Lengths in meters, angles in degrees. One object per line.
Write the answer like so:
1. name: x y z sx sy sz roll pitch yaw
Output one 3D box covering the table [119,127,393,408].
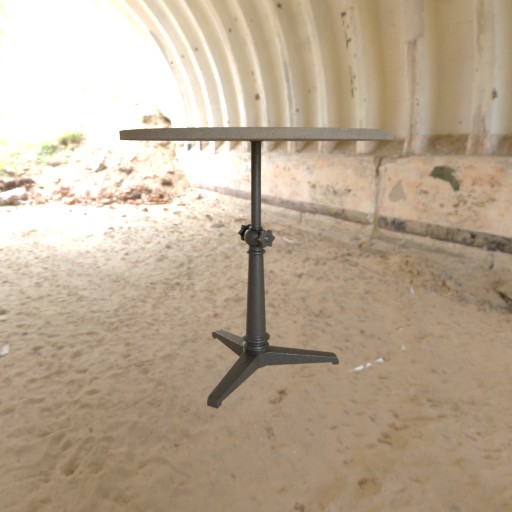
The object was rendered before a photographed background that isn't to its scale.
1. table: 0.000 0.000 1.446 0.800 0.780 0.800 0 14 0
